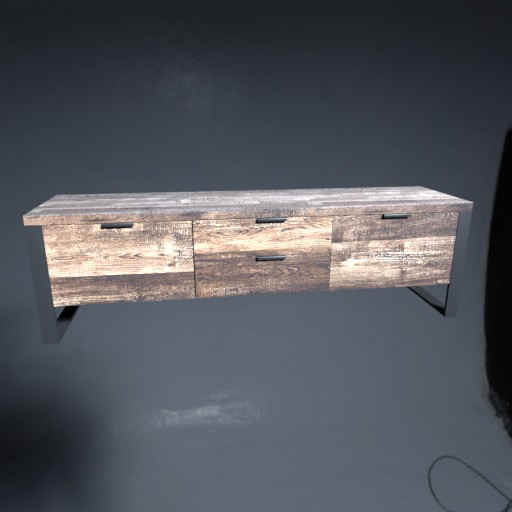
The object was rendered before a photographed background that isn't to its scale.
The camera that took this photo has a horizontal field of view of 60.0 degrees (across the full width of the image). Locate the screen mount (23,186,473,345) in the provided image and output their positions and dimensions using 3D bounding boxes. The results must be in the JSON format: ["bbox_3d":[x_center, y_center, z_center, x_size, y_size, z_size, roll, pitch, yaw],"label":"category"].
[{"bbox_3d":[0.000,0.000,1.730,1.524,0.450,0.395,-3,18,-8],"label":"screen mount"}]
